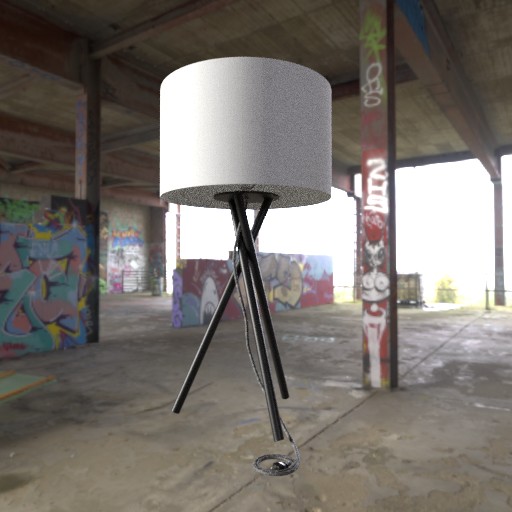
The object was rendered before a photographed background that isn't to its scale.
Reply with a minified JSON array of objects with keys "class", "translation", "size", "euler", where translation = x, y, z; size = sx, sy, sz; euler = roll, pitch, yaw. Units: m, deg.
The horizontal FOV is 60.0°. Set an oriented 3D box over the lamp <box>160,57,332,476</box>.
[{"class":"lamp","translation":[0.000,0.000,0.898],"size":[0.353,0.674,0.422],"euler":[1,-1,-36]}]
